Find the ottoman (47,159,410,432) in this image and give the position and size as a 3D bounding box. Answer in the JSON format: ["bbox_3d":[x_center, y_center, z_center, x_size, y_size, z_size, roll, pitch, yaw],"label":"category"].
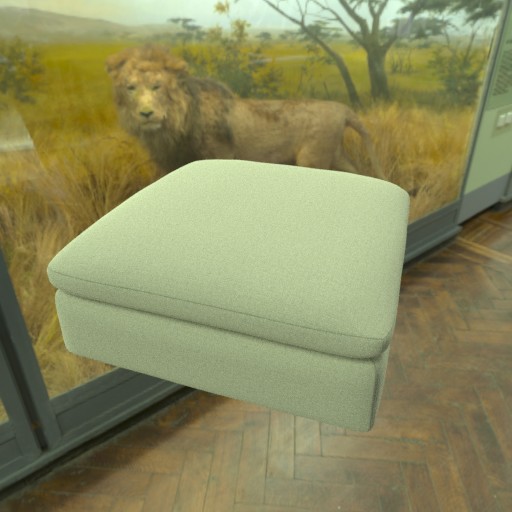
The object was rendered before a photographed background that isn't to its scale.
[{"bbox_3d":[0.000,0.000,1.558,0.977,0.467,0.996,10,31,17],"label":"ottoman"}]
